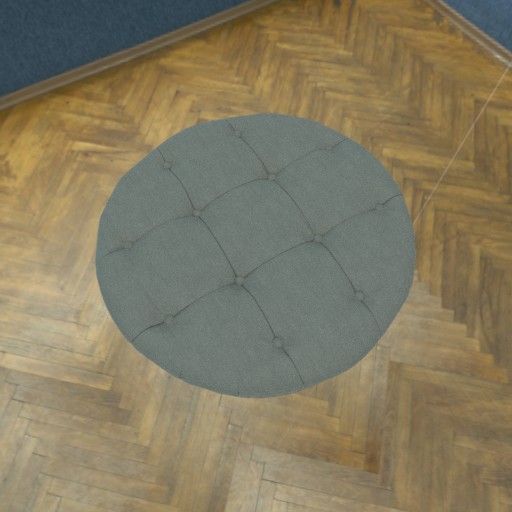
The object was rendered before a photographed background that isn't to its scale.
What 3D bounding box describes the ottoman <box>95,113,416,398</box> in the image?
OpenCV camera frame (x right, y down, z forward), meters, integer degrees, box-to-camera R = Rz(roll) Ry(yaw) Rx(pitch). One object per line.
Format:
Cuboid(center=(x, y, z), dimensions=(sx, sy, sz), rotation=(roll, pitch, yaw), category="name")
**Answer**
Cuboid(center=(0.000, 0.000, 1.387), dimensions=(0.901, 0.439, 0.901), rotation=(0, 63, 0), category="ottoman")
